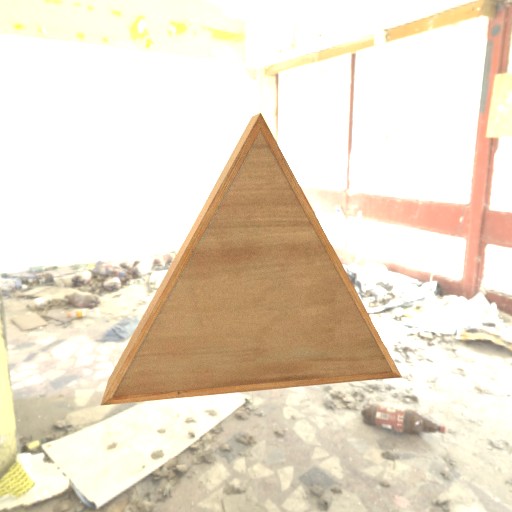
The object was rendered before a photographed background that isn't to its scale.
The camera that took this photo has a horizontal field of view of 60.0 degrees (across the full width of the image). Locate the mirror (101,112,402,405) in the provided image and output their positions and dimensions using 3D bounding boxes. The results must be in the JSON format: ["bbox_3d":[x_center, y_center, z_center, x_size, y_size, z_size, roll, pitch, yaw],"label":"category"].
[{"bbox_3d":[0.000,0.000,0.898,0.631,0.548,0.100,-2,14,-10],"label":"mirror"}]
